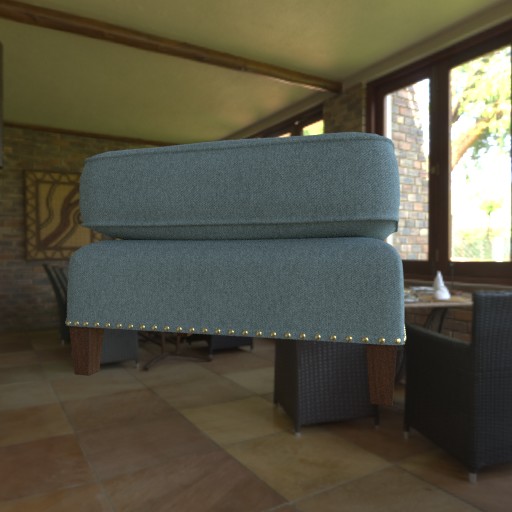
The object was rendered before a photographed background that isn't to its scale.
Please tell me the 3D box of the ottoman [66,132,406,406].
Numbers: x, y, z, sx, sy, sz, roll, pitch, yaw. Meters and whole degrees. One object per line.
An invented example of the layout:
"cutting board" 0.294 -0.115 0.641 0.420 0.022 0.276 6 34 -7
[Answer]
"ottoman" 0.000 0.000 1.165 0.738 0.537 0.589 0 0 18
